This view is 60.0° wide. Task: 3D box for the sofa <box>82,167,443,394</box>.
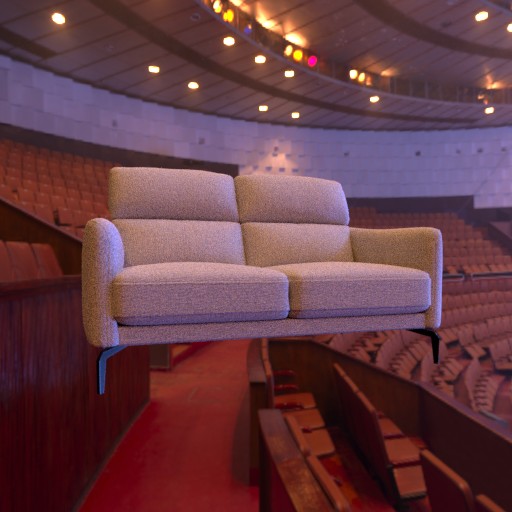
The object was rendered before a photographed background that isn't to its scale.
[{"bbox_3d":[0.000,0.000,2.128,1.540,0.950,0.905,0,-1,-18],"label":"sofa"}]
